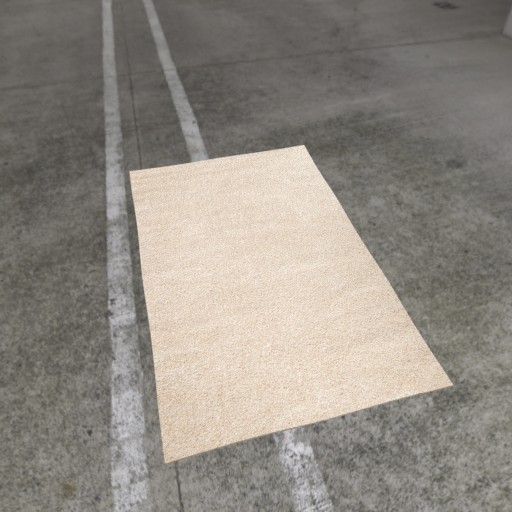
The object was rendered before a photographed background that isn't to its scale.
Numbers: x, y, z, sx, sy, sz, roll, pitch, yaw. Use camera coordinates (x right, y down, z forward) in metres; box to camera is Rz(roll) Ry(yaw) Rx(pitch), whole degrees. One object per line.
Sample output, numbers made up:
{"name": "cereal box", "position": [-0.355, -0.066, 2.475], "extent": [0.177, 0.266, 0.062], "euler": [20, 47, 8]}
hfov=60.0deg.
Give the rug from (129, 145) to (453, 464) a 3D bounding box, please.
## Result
{"name": "rug", "position": [0.000, 0.000, 2.962], "extent": [1.500, 0.025, 2.346], "euler": [-11, 47, -10]}
